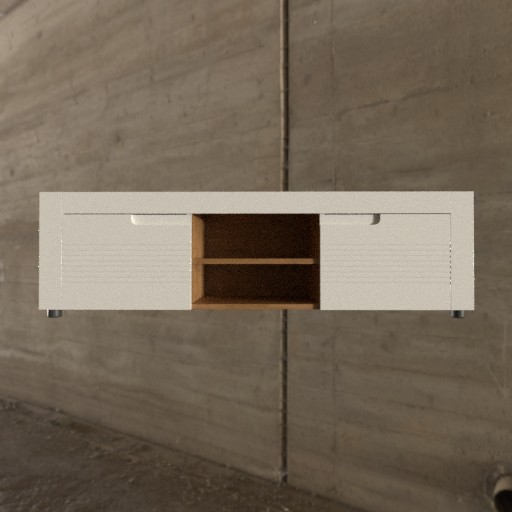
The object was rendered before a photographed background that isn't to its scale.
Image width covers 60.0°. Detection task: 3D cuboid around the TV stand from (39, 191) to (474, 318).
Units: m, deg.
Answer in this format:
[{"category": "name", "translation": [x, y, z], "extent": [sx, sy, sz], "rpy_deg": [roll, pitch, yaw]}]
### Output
[{"category": "TV stand", "translation": [0.000, 0.000, 1.734], "extent": [1.500, 0.440, 0.410], "rpy_deg": [0, -1, 1]}]
